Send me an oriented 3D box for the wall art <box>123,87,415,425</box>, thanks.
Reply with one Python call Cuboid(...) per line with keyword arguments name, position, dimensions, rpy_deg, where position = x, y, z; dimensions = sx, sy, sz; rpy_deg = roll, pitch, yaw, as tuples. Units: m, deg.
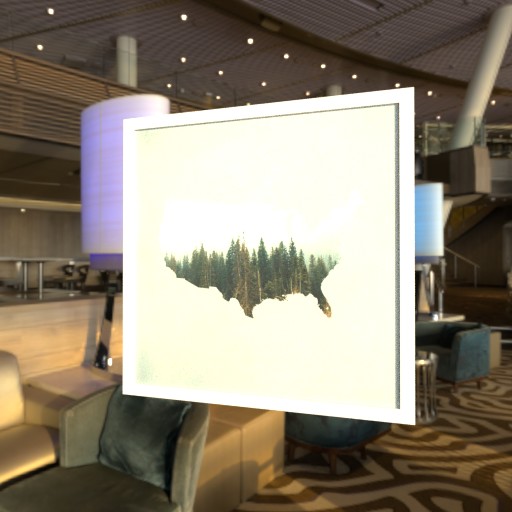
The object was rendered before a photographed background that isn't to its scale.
Cuboid(name="wall art", position=(0.000, 0.000, 1.133), dimensions=(0.762, 0.762, 0.038), rpy_deg=(0, -1, 18))
